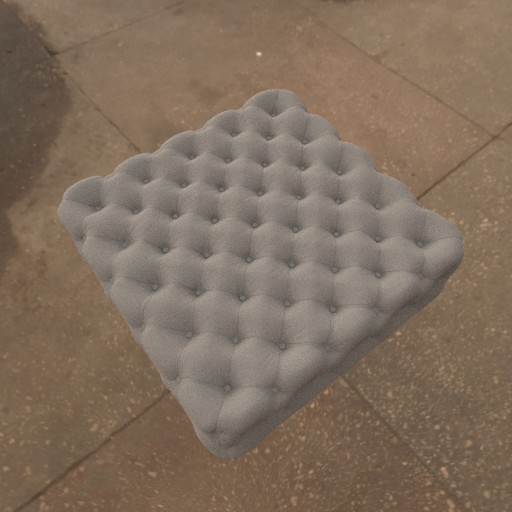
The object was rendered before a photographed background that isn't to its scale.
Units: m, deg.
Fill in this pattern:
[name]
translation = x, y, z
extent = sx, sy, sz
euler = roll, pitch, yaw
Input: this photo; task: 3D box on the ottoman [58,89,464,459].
[ottoman]
translation = 0.000, 0.000, 1.446
extent = 0.917, 0.439, 0.911
euler = -33, 64, -18
